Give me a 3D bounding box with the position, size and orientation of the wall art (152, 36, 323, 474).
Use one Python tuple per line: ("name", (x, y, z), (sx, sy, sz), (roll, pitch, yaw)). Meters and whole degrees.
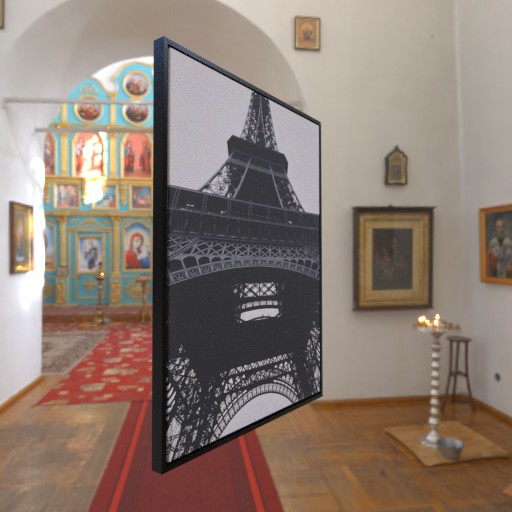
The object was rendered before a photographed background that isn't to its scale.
("wall art", (0.000, 0.000, 1.406), (0.040, 1.062, 0.805), (-1, -2, 37))
